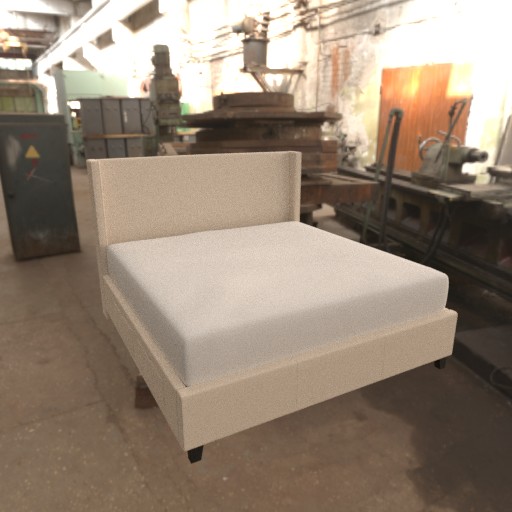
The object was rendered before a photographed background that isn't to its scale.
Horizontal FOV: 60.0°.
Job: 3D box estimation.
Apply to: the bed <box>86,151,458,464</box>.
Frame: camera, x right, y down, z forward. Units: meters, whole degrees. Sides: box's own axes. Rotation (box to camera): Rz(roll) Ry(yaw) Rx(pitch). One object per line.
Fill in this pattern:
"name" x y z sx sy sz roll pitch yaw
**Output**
"bed" 0.000 0.000 3.622 2.145 1.471 2.293 -9 20 -27
